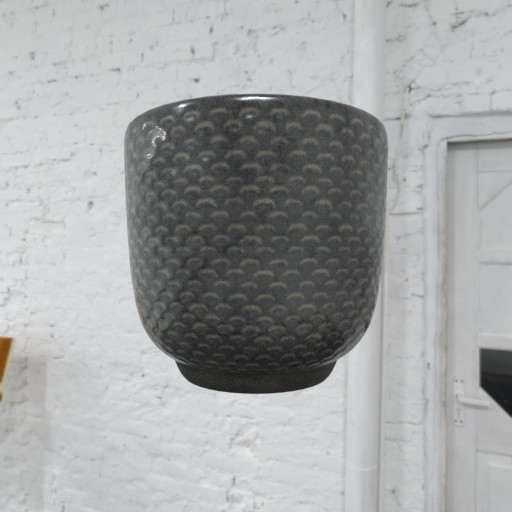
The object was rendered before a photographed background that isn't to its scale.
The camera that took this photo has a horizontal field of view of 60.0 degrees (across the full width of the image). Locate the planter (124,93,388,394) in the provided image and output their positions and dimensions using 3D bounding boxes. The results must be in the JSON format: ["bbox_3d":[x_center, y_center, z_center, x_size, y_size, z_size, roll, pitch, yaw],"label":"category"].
[{"bbox_3d":[0.000,0.000,0.244,0.140,0.129,0.140,0,0,0],"label":"planter"}]
